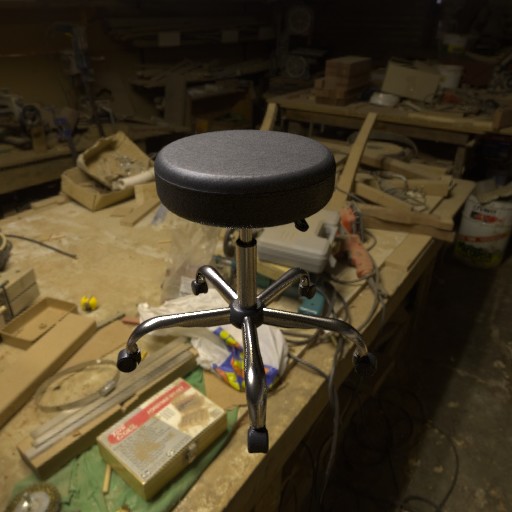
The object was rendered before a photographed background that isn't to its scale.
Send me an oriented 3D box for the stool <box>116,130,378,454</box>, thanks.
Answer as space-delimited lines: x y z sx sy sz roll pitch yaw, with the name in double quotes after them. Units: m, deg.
0.000 0.000 1.147 0.673 0.576 0.638 20 35 31 "stool"
